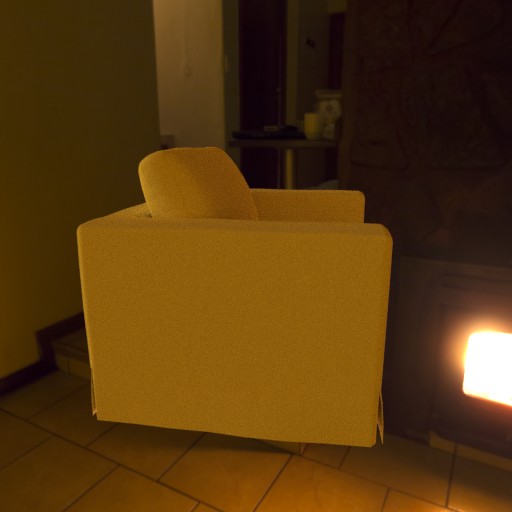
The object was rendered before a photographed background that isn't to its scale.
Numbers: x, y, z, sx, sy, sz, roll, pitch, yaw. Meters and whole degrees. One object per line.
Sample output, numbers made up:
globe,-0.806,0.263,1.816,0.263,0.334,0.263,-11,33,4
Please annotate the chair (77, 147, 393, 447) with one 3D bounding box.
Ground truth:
chair,0.000,0.000,1.839,0.957,0.878,1.150,2,15,9
